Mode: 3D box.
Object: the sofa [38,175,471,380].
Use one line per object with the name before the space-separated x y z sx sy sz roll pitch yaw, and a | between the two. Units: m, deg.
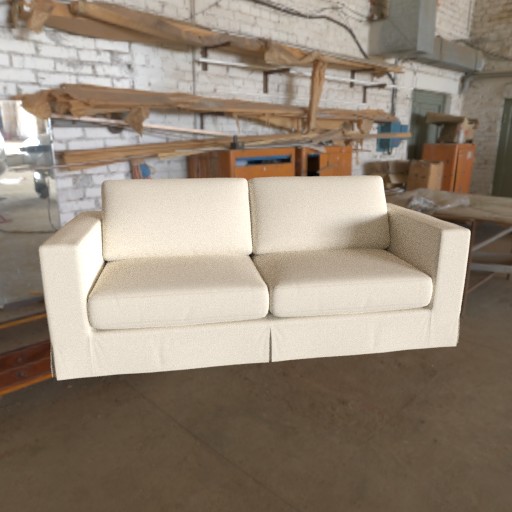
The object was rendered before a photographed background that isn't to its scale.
sofa | 0.000 0.000 2.634 2.163 0.881 0.954 -3 16 -9
